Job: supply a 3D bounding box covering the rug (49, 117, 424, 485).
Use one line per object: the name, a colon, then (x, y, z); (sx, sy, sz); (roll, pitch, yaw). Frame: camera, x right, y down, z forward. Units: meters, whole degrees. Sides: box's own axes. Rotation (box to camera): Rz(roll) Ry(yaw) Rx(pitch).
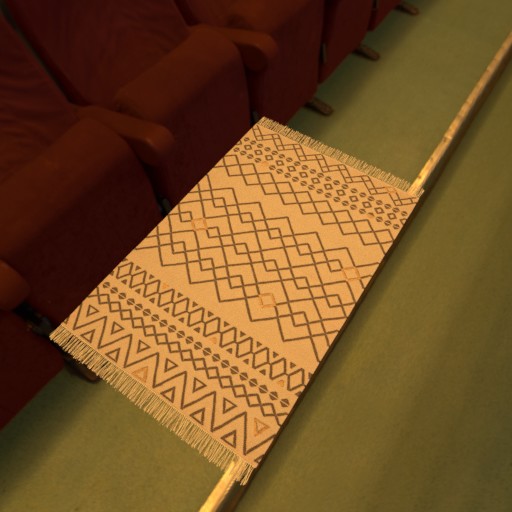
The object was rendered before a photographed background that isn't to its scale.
rug: (0.000, 0.000, 2.530); (1.224, 0.028, 2.023); (30, 62, 17)
